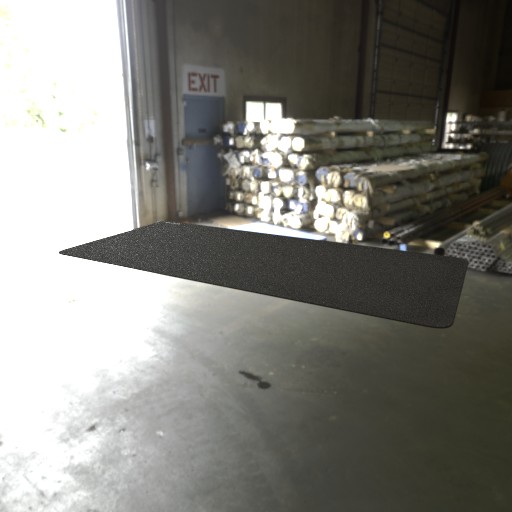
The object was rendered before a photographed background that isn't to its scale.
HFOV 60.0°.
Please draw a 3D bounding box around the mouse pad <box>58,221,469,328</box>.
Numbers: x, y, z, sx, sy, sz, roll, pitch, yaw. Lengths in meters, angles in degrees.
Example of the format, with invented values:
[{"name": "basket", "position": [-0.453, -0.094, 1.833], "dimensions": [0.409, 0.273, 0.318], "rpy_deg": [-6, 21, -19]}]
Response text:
[{"name": "mouse pad", "position": [0.000, 0.000, 1.063], "dimensions": [0.907, 0.003, 0.424], "rpy_deg": [9, 19, 27]}]
